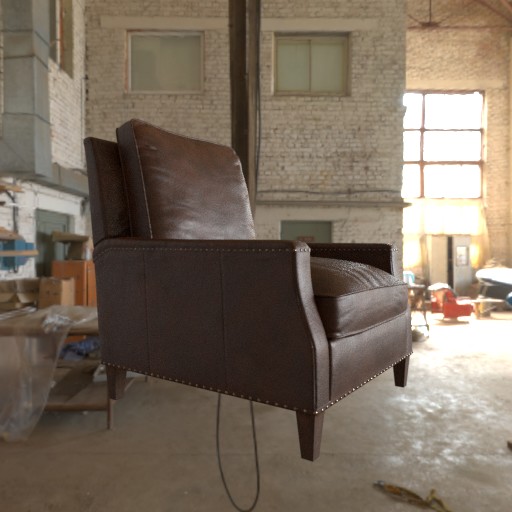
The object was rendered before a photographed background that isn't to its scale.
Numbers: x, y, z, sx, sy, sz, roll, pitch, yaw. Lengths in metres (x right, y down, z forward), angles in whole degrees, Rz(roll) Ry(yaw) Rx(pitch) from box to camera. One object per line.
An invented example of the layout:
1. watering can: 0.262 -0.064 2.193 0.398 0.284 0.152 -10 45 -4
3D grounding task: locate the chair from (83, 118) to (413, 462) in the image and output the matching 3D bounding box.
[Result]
1. chair: 0.000 0.000 1.740 1.035 1.054 0.854 1 1 35
